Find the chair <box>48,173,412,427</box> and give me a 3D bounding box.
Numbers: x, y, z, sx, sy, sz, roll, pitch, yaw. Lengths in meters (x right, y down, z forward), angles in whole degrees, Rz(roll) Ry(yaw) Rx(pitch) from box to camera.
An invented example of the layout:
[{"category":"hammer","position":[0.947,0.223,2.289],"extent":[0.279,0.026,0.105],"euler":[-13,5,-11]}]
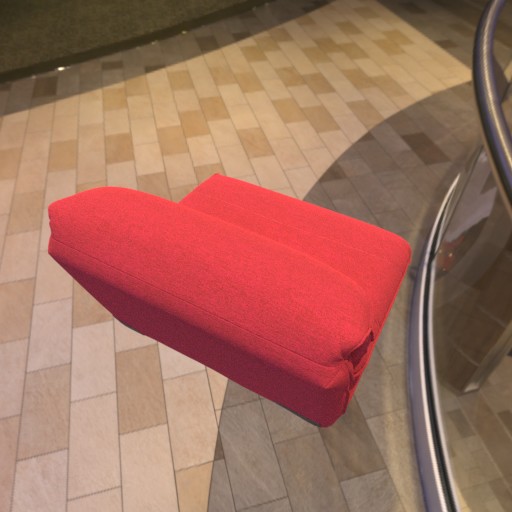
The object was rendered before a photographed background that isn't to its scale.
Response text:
[{"category":"chair","position":[0.000,0.000,1.326],"extent":[0.820,0.580,0.780],"euler":[22,50,20]}]
